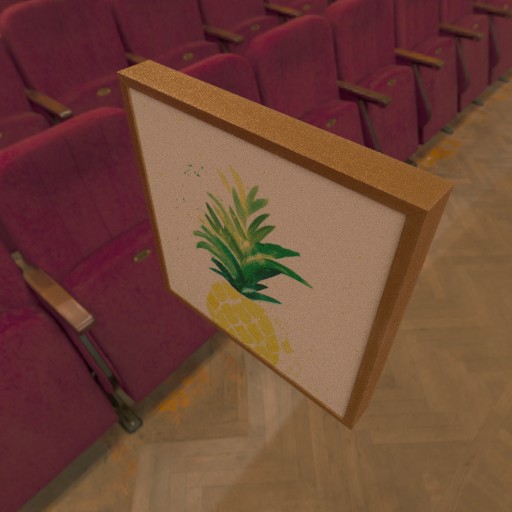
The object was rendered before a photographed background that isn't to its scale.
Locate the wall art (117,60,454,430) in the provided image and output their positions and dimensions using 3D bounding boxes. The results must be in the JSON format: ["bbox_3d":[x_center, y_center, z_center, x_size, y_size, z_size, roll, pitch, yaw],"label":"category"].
[{"bbox_3d":[0.000,0.000,0.453,0.306,0.305,0.038,32,53,28],"label":"wall art"}]
